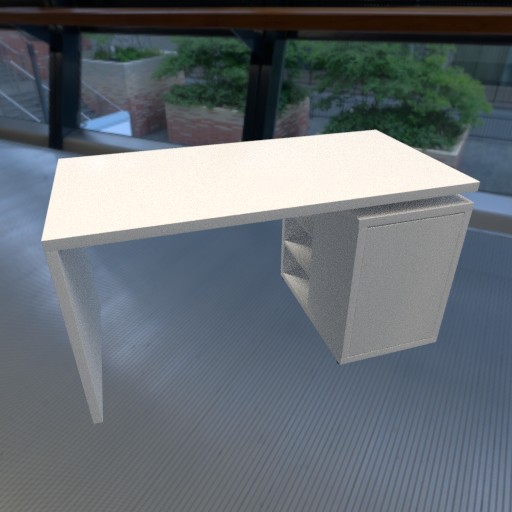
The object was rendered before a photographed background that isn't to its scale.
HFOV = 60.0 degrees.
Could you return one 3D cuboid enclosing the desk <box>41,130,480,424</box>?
[{"bbox_3d":[0.000,0.000,1.817,1.400,0.740,0.690,-9,32,-15],"label":"desk"}]
